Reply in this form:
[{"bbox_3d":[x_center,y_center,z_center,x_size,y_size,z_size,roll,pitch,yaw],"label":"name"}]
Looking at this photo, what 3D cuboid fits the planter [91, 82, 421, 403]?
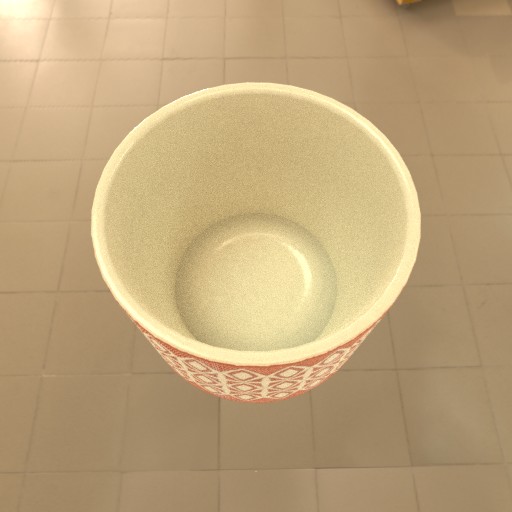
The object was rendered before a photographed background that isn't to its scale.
[{"bbox_3d":[0.000,0.000,0.326,0.192,0.148,0.192,0,64,0],"label":"planter"}]
